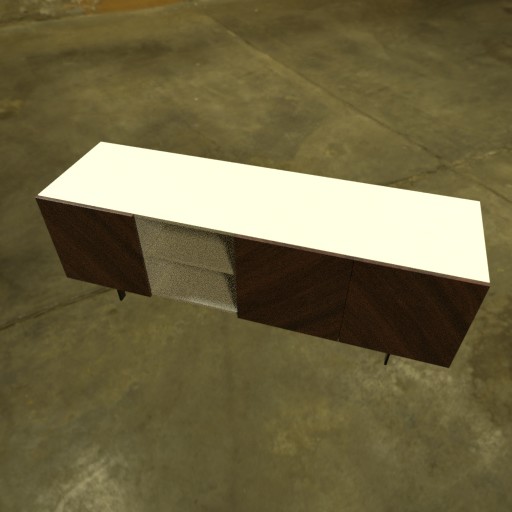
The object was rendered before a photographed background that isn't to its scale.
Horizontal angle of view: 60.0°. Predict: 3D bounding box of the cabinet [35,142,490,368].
[{"bbox_3d":[0.000,0.000,1.731,1.499,0.533,0.431,12,43,13],"label":"cabinet"}]
